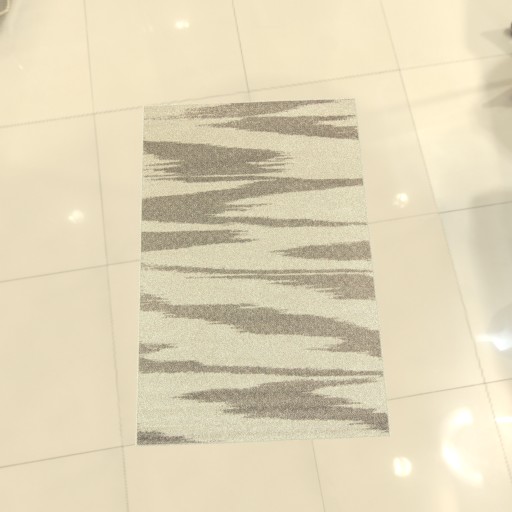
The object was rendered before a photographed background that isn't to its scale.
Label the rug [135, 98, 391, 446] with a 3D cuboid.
[{"bbox_3d":[0.000,0.000,2.331,1.225,0.008,1.827,-2,76,-1],"label":"rug"}]
